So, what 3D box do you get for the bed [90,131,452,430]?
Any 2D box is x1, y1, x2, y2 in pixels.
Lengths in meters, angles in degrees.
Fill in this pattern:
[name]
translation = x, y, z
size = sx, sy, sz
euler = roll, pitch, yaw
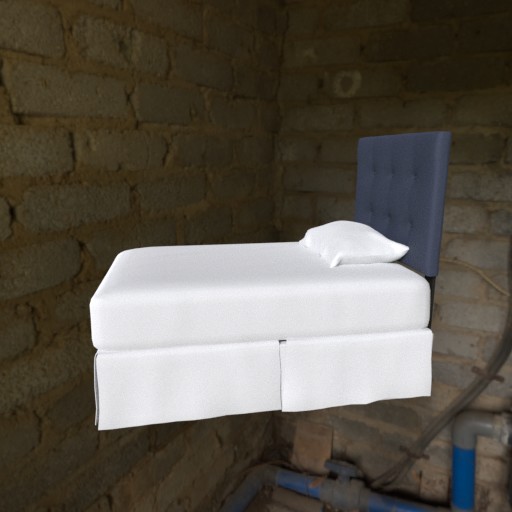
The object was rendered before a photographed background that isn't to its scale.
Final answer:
[bed]
translation = 0.000, 0.000, 2.946
size = 1.997, 1.571, 1.261
euler = -2, 13, -9
